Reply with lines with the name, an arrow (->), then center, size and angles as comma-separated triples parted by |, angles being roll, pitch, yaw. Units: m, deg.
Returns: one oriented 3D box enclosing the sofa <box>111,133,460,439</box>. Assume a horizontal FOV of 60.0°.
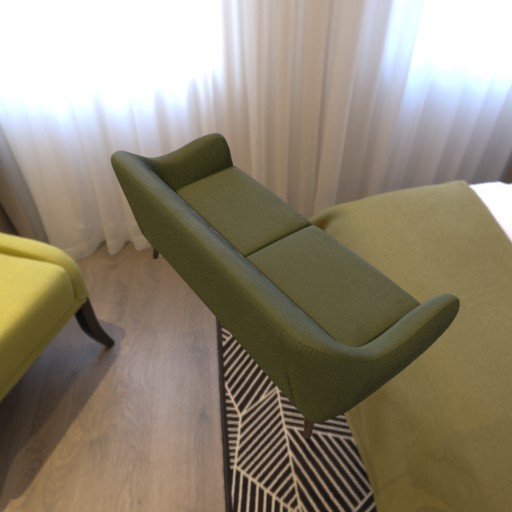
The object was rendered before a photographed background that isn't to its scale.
sofa -> 0.000, 0.000, 2.315 | 0.820, 0.836, 1.840 | -27, 49, -26
